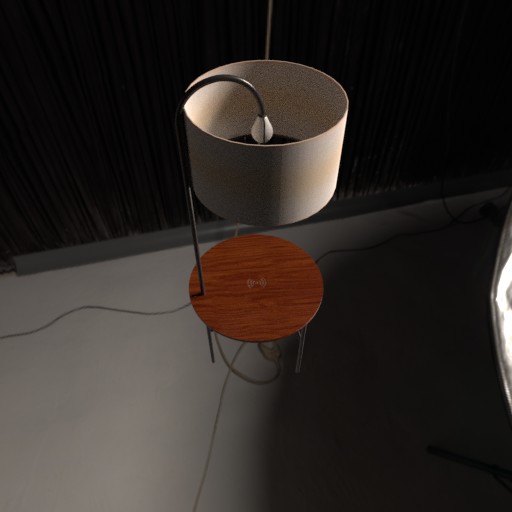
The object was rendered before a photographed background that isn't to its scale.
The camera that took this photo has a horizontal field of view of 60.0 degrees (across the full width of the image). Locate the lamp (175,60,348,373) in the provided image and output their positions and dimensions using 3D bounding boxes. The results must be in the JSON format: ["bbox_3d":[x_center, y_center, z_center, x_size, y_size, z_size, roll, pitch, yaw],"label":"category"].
[{"bbox_3d":[0.000,0.000,1.766,0.573,1.517,0.573,0,49,0],"label":"lamp"}]
